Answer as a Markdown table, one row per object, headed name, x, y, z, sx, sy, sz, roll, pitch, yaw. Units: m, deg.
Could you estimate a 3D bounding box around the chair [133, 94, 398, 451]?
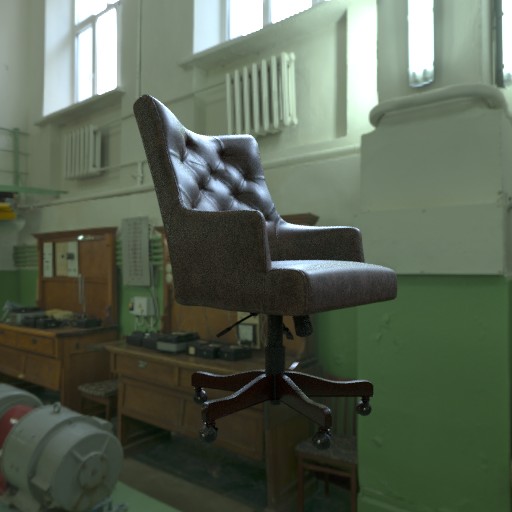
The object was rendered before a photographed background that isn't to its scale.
| name | x | y | z | sx | sy | sz | roll | pitch | yaw |
| --- | --- | --- | --- | --- | --- | --- | --- | --- | --- |
| chair | 0.000 | 0.000 | 1.487 | 0.762 | 1.035 | 0.641 | -1 | -2 | 36 |
